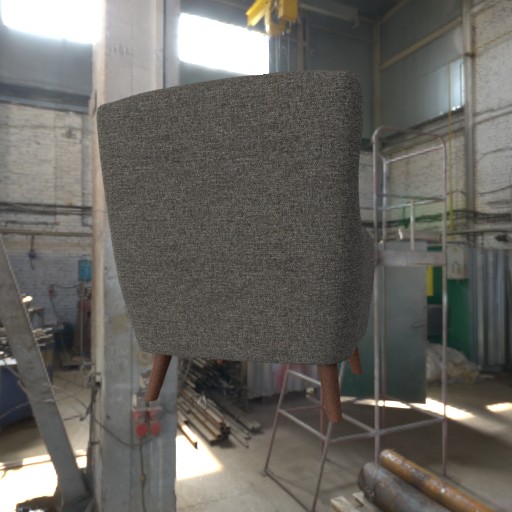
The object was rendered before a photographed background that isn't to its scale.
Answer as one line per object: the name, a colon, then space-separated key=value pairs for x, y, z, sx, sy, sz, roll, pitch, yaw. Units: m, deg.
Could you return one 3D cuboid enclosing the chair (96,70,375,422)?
chair: x=0.000 y=0.000 z=1.737 sx=0.889 sy=1.039 sz=0.940 roll=0 pitch=-1 yaw=19
